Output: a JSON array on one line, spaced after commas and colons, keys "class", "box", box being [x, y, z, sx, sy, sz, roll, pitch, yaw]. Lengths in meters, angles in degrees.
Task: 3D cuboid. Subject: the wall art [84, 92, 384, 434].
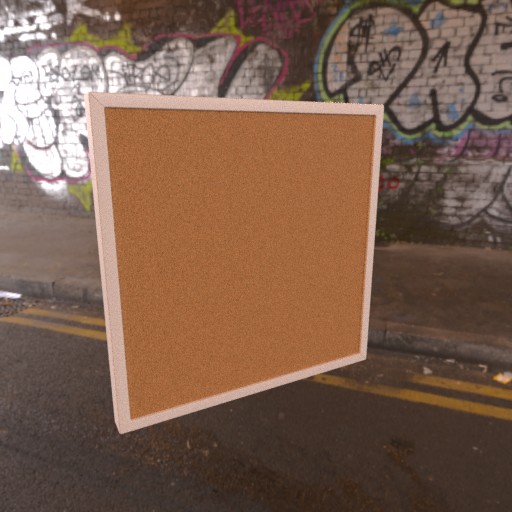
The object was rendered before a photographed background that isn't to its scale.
[{"class": "wall art", "box": [0.000, 0.000, 0.764, 0.508, 0.508, 0.038, -8, 17, -28]}]
